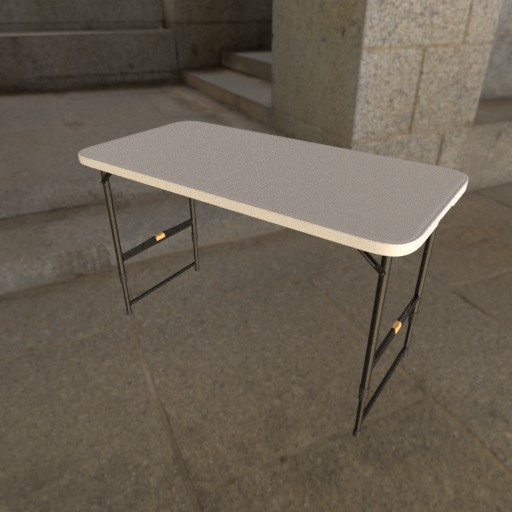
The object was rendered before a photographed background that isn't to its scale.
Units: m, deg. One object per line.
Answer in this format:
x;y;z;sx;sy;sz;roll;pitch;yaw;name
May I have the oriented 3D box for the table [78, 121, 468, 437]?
0.000;0.000;1.666;1.245;0.737;0.611;20;36;30;table
